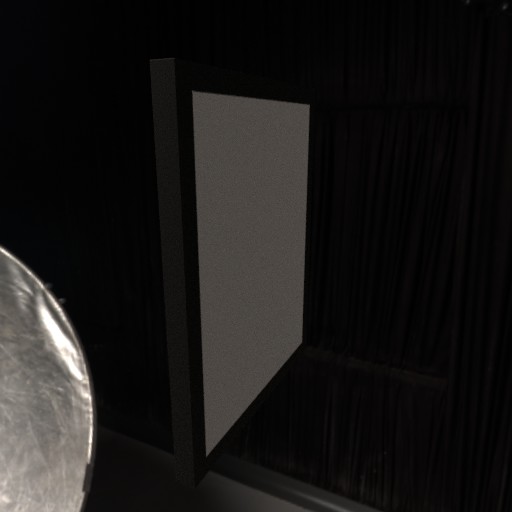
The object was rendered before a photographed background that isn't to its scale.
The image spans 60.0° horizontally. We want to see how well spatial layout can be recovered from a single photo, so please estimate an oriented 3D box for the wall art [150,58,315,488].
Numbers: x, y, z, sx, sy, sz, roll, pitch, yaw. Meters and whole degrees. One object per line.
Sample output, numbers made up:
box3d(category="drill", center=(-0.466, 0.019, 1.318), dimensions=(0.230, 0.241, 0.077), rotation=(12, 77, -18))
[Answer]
box3d(category="wall art", center=(0.000, 0.000, 0.541), dimensions=(0.024, 0.404, 0.329), rotation=(8, 18, 25))
